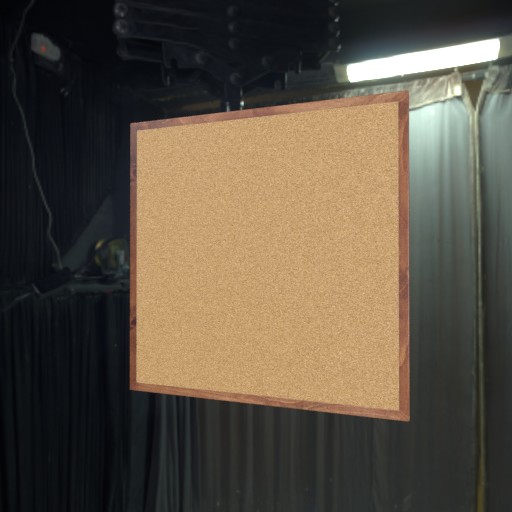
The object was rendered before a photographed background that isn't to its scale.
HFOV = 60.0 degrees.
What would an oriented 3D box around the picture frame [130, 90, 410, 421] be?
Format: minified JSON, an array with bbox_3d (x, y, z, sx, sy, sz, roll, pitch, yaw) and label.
[{"bbox_3d":[0.000,0.000,1.238,0.810,0.817,0.029,0,0,19],"label":"picture frame"}]
